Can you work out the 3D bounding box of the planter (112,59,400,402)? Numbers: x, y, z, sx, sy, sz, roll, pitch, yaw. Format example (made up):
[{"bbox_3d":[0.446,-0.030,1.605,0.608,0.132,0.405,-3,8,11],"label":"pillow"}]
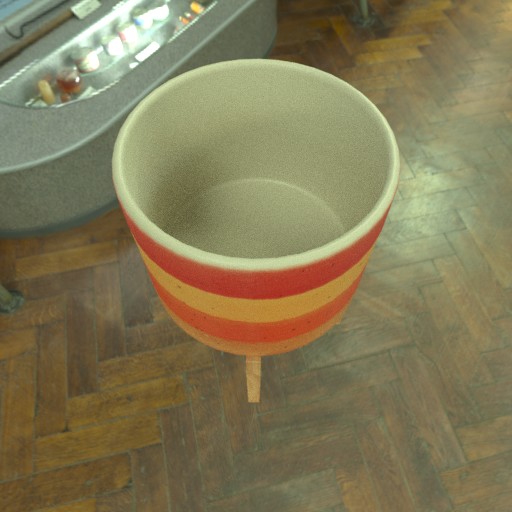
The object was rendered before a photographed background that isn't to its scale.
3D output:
[{"bbox_3d":[0.000,0.000,0.557,0.269,0.379,0.269,0,58,0],"label":"planter"}]
